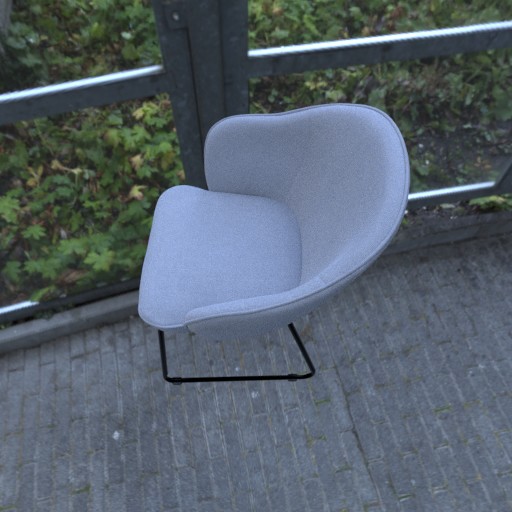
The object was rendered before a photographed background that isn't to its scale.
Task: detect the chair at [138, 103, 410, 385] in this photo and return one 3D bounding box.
[{"bbox_3d":[0.000,0.000,1.206,0.592,0.817,0.570,1,59,1],"label":"chair"}]
